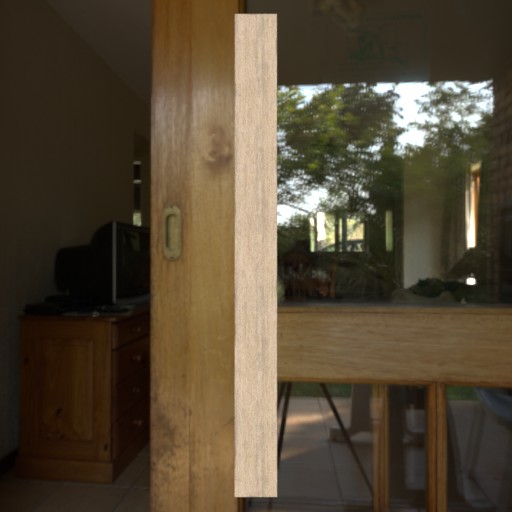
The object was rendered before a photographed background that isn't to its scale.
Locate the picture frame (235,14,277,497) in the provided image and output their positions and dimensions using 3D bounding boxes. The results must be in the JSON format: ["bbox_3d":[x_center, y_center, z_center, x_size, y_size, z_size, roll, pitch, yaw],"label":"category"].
[{"bbox_3d":[0.000,0.000,0.693,0.046,0.526,0.421,0,0,0],"label":"picture frame"}]
